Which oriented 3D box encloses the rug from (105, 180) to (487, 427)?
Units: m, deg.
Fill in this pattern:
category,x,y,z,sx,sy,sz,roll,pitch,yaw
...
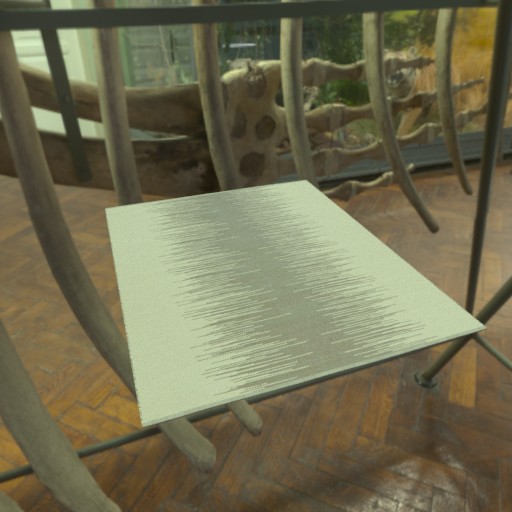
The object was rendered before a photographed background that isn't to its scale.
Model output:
category,x,y,z,sx,sy,sz,roll,pitch,yaw
rug,0.000,0.000,4.044,2.453,0.010,3.037,-11,33,-17
